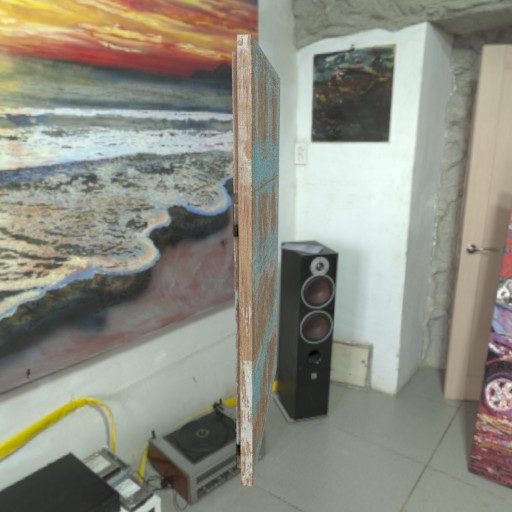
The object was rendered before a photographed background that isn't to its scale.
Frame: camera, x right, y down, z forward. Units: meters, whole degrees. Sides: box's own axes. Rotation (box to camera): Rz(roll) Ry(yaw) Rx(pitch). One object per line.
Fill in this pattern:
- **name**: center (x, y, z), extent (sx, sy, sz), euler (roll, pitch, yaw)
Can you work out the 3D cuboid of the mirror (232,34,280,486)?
- **mirror**: center (0.000, 0.000, 1.494), extent (0.083, 1.213, 0.707), euler (2, 14, 8)
